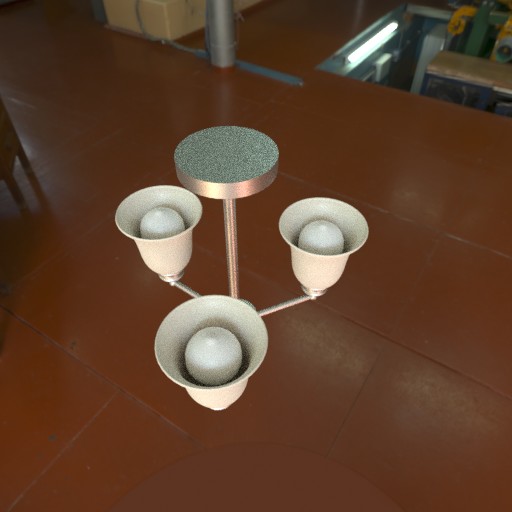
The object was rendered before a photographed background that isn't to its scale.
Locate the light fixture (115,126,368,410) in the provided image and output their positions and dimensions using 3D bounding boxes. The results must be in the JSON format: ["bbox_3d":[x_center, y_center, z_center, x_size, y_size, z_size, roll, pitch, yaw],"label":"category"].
[{"bbox_3d":[0.000,0.000,0.654,0.354,0.370,0.388,-17,48,-16],"label":"light fixture"}]
